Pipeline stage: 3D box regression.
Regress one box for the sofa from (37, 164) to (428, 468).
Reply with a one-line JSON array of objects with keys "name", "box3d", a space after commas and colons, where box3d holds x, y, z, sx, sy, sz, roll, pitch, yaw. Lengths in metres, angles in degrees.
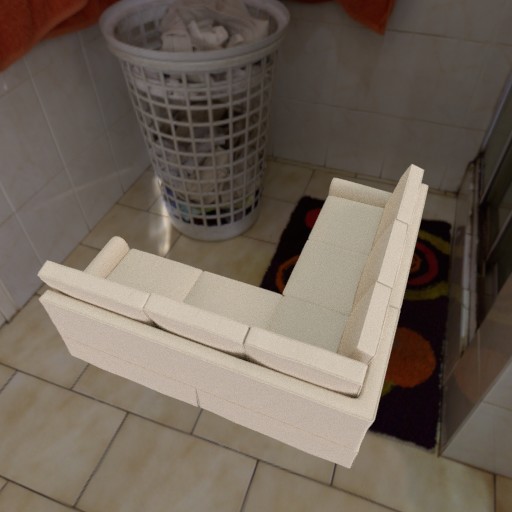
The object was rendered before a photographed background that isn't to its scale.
[{"name": "sofa", "box3d": [0.000, 0.000, 4.051, 2.597, 1.070, 2.591, 16, 49, 15]}]
